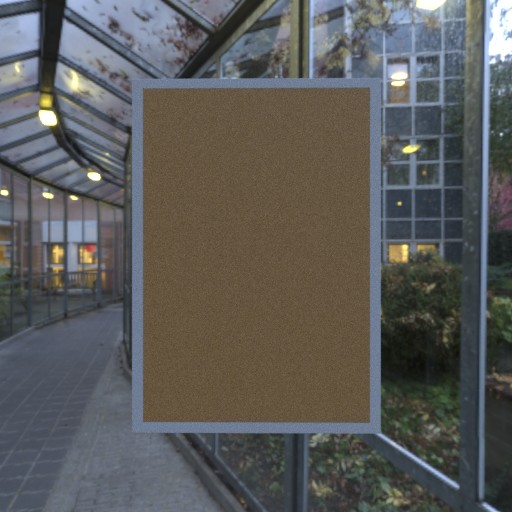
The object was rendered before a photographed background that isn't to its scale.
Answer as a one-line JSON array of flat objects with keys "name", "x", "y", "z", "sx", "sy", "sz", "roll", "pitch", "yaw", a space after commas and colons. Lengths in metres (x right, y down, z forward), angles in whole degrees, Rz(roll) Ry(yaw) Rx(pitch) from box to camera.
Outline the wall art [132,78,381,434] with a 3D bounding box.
[{"name": "wall art", "x": 0.000, "y": 0.000, "z": 1.181, "sx": 0.659, "sy": 0.940, "sz": 0.013, "roll": 0, "pitch": 0, "yaw": 1}]
